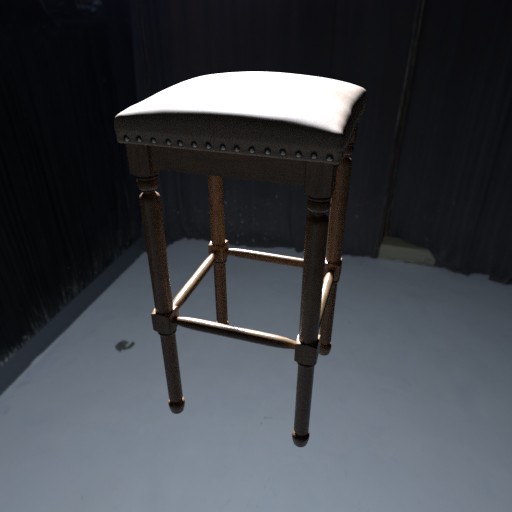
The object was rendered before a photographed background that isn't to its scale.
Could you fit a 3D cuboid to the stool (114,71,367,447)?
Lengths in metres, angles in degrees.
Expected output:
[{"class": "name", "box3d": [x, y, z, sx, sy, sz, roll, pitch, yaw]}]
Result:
[{"class": "stool", "box3d": [0.000, 0.000, 1.006, 0.383, 0.768, 0.382, 9, 32, 15]}]
